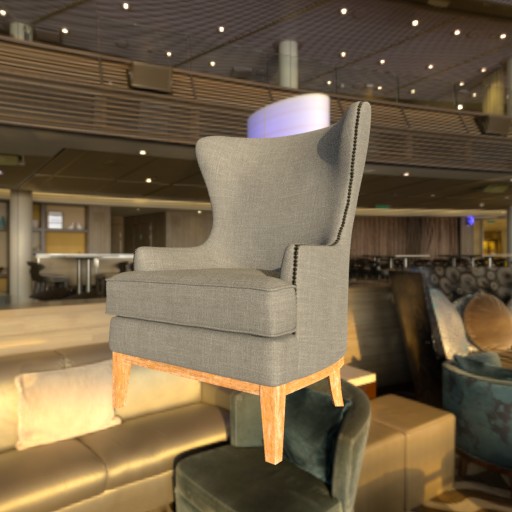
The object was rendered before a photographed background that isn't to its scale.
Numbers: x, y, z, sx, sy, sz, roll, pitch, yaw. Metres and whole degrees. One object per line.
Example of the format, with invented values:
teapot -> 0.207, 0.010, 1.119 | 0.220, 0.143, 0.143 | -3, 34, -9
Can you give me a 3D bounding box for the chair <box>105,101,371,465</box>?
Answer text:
chair -> 0.000, 0.000, 1.806 | 0.864, 1.176, 0.883 | 0, 0, 38
